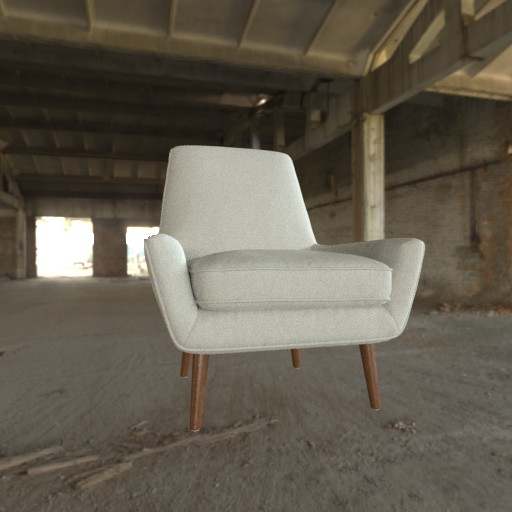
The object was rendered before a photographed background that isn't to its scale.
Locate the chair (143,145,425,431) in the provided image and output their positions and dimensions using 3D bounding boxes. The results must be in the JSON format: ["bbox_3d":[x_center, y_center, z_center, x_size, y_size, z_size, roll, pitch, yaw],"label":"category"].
[{"bbox_3d":[0.000,0.000,1.518,0.787,0.888,0.822,0,0,-17],"label":"chair"}]
